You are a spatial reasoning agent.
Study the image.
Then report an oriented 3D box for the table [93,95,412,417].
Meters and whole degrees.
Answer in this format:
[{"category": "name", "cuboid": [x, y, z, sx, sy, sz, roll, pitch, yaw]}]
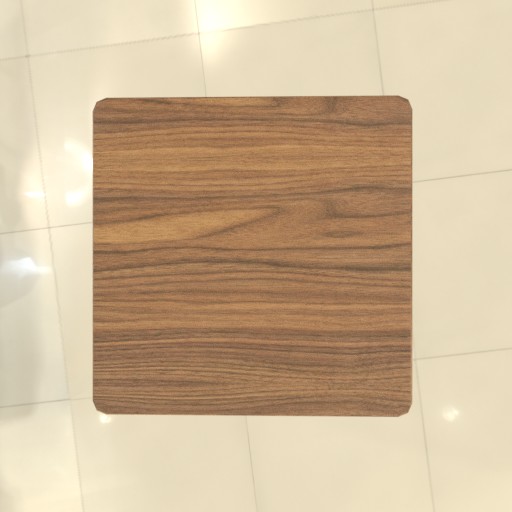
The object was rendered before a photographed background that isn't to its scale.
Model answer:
[{"category": "table", "cuboid": [0.000, 0.000, 0.983, 0.480, 0.641, 0.479, 0, 90, 1]}]
